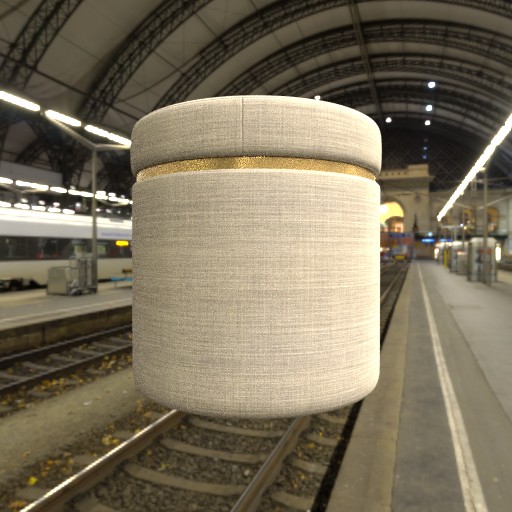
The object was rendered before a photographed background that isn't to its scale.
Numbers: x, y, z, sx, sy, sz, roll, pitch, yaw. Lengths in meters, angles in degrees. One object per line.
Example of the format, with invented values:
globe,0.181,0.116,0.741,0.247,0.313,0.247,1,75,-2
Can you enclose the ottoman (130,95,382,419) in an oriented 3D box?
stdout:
ottoman,0.000,0.000,0.736,0.400,0.406,0.400,0,1,0
